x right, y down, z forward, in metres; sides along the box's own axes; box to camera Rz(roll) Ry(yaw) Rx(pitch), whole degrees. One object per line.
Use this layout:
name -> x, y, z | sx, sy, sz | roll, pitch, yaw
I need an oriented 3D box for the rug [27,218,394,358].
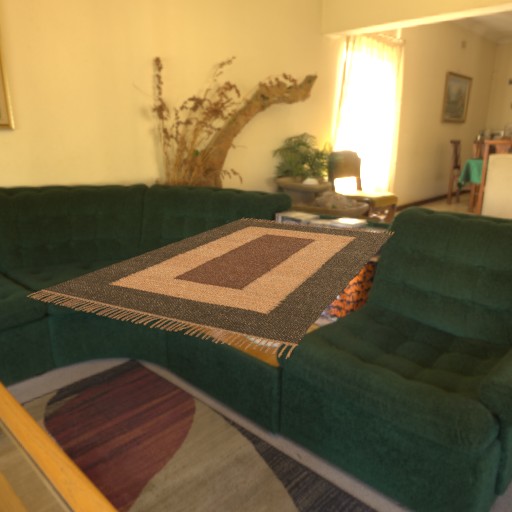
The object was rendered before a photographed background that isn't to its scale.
rug -> 0.000, 0.000, 1.896 | 0.920, 0.013, 1.541 | 8, 17, 25
